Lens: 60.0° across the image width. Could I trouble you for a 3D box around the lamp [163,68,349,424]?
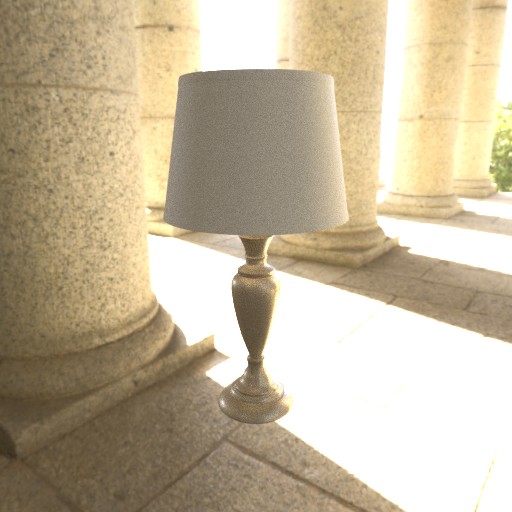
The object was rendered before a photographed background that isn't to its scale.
[{"bbox_3d":[0.000,0.000,0.820,0.328,0.612,0.328,0,16,0],"label":"lamp"}]
